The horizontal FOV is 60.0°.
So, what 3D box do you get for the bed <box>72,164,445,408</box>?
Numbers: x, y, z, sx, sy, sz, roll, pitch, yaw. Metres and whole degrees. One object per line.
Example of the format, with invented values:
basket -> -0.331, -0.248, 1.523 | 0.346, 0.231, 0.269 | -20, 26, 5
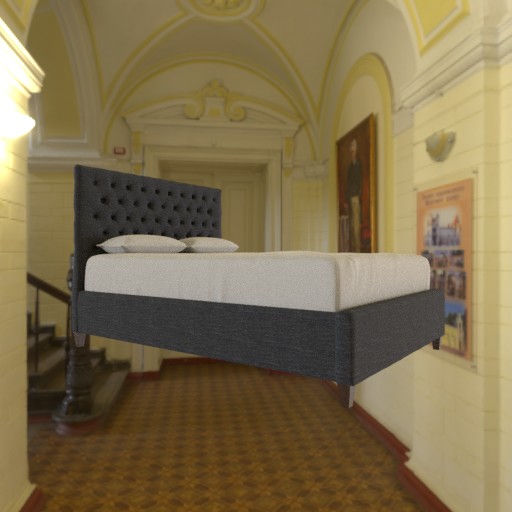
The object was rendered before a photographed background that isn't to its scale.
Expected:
bed -> 0.000, 0.000, 3.443 | 2.387, 1.427, 1.698 | 0, 1, 37
